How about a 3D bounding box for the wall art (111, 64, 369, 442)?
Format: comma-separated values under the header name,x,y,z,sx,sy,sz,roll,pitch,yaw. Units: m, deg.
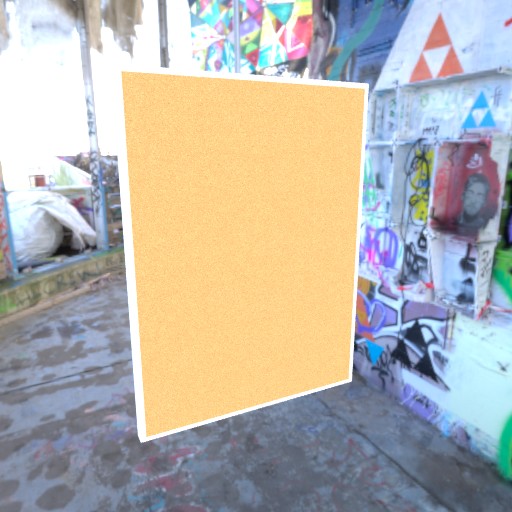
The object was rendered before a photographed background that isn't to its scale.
name,x,y,z,sx,sy,sz,roll,pitch,yaw
wall art,0.000,0.000,1.606,0.914,1.221,0.046,-7,16,-26
